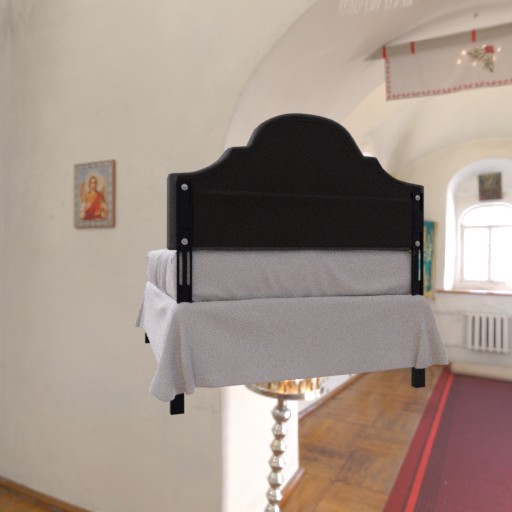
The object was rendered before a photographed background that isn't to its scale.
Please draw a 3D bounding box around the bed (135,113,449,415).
[{"bbox_3d":[0.000,0.000,3.449,1.780,1.634,2.222,0,0,-18],"label":"bed"}]
